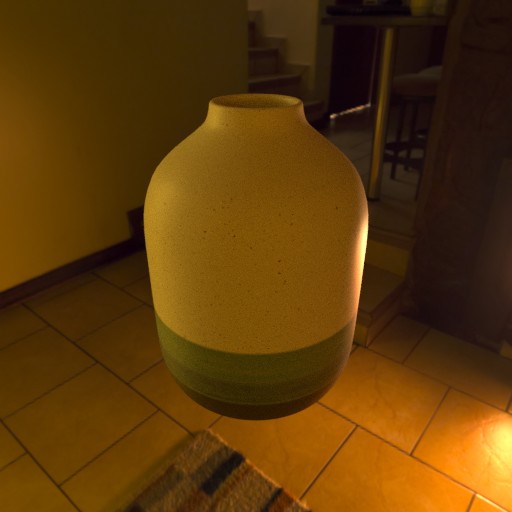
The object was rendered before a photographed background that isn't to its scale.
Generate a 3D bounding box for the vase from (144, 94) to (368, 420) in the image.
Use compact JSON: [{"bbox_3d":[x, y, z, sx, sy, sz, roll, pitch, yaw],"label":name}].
[{"bbox_3d":[0.000,0.000,0.358,0.169,0.240,0.169,0,28,0],"label":"vase"}]
